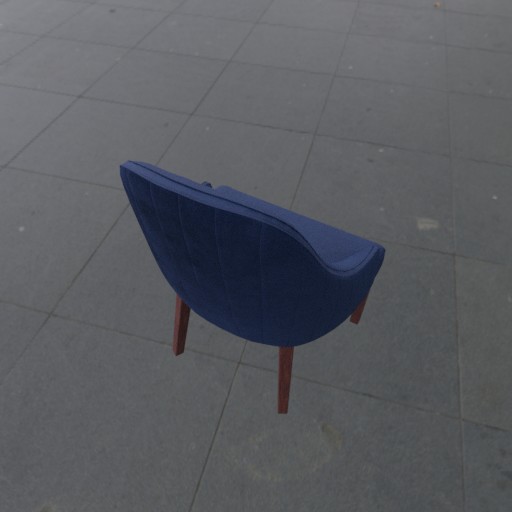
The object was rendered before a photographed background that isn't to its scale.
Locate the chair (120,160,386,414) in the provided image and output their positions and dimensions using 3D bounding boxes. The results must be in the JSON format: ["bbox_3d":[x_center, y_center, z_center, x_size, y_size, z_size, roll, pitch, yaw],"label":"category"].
[{"bbox_3d":[0.000,0.000,1.301,0.643,0.889,0.575,23,52,20],"label":"chair"}]
